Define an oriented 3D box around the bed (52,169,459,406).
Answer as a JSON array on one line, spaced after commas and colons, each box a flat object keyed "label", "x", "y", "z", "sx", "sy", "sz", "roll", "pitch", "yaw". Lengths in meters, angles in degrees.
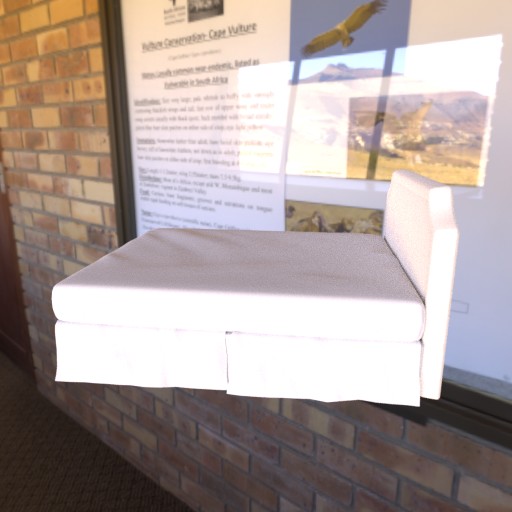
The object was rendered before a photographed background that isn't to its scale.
[{"label": "bed", "x": 0.000, "y": 0.000, "z": 3.535, "sx": 2.498, "sy": 1.293, "sz": 1.977, "roll": 2, "pitch": 15, "yaw": 8}]
